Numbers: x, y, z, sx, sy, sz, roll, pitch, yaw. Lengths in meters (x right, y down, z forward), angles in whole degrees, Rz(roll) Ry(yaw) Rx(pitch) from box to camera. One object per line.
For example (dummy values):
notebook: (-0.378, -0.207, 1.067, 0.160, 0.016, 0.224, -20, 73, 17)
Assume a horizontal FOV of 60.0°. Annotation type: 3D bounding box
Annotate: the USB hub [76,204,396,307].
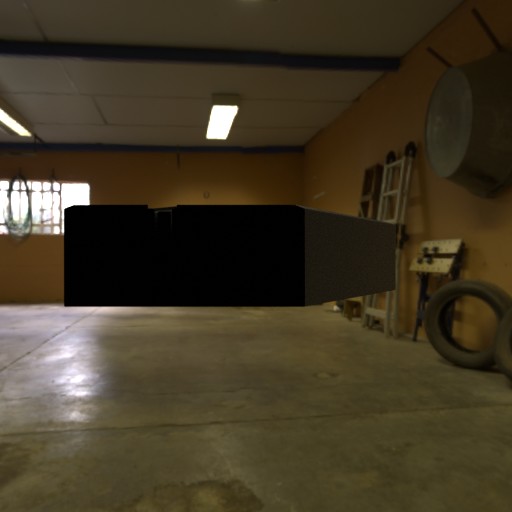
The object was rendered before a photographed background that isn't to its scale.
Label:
USB hub: (0.000, 0.000, 0.123, 0.044, 0.023, 0.110, 0, 0, 36)
